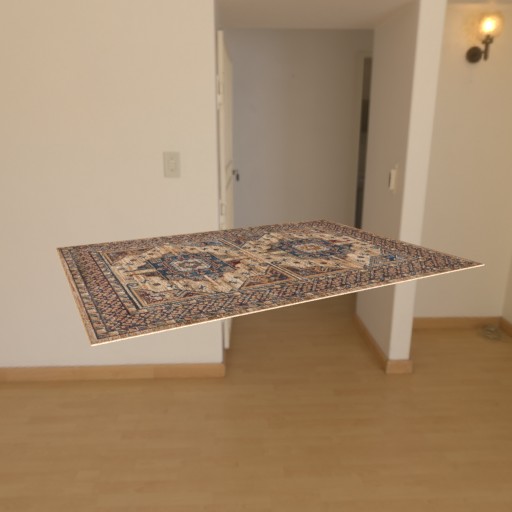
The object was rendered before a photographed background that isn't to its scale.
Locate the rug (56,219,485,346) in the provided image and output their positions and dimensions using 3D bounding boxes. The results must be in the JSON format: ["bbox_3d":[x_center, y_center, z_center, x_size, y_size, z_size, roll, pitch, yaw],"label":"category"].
[{"bbox_3d":[0.000,0.000,2.821,2.227,0.008,1.611,-8,18,-27],"label":"rug"}]
